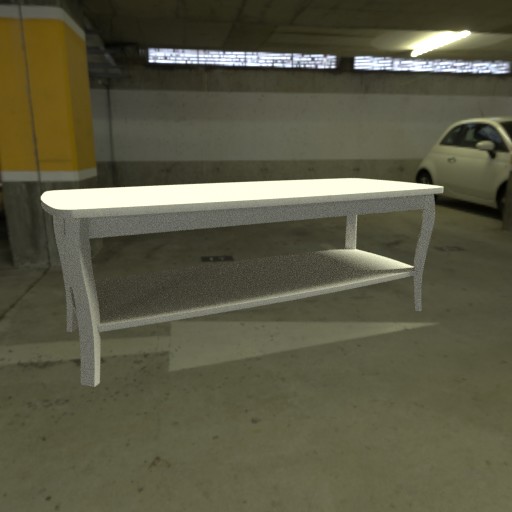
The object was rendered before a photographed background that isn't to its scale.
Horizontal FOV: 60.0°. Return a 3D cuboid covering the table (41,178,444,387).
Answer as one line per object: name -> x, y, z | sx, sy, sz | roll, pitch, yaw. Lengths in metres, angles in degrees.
table -> 0.000, 0.000, 1.574 | 1.334, 0.474, 0.561 | -7, 16, -27
